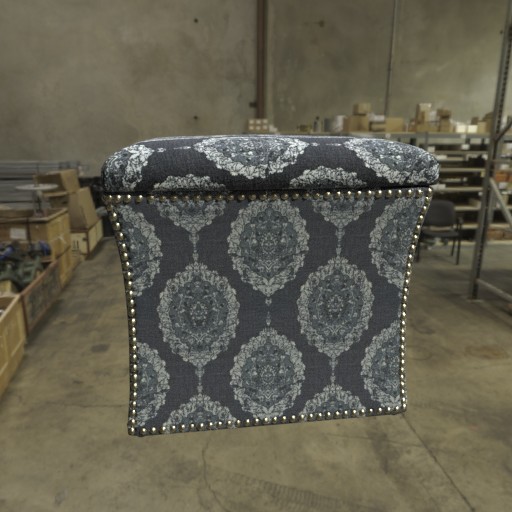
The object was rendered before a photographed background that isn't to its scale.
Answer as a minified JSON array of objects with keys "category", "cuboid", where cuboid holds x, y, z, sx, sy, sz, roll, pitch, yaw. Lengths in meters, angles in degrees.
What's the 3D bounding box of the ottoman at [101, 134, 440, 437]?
[{"category":"ottoman","cuboid":[0.000,0.000,0.898,0.507,0.475,0.497,-2,15,-8]}]
